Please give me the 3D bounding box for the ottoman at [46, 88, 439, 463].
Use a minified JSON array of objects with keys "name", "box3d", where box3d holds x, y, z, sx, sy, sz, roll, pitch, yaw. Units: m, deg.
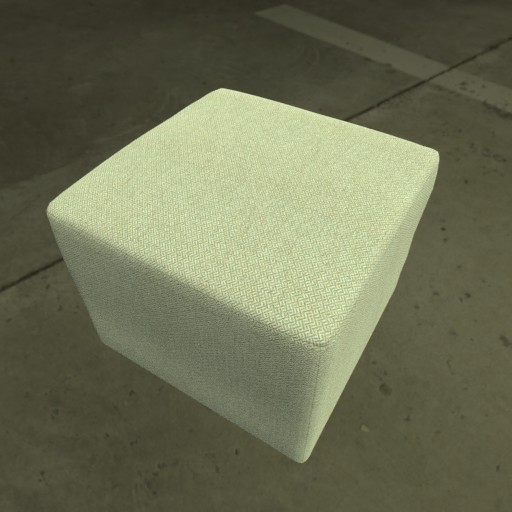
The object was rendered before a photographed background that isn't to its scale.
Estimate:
[{"name":"ottoman","box3d":[0.000,0.000,0.906,0.521,0.453,0.512,24,51,21]}]
